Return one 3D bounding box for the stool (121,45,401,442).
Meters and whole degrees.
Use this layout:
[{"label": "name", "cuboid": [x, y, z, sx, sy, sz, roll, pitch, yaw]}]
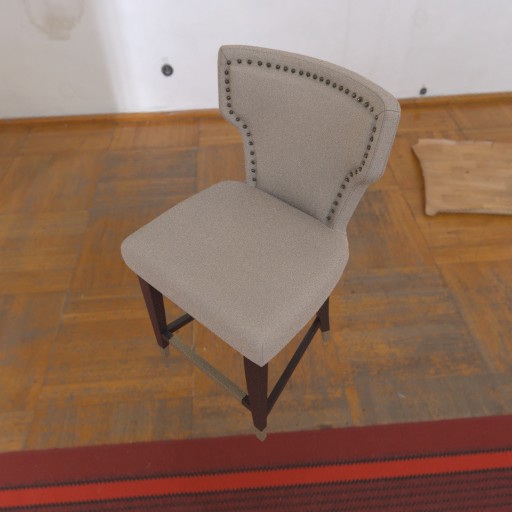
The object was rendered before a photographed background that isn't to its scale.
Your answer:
[{"label": "stool", "cuboid": [0.000, 0.000, 1.300, 0.527, 0.982, 0.563, 32, 54, 27]}]
